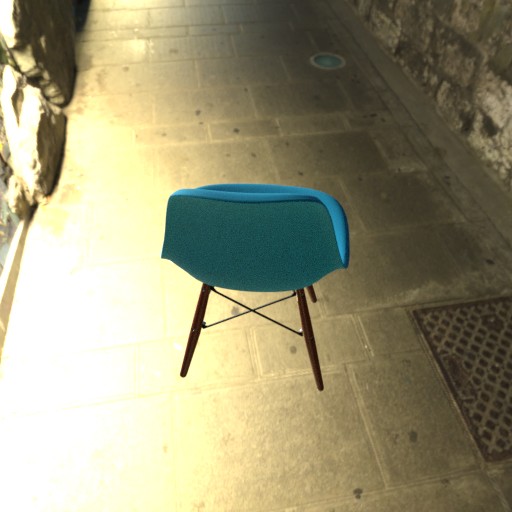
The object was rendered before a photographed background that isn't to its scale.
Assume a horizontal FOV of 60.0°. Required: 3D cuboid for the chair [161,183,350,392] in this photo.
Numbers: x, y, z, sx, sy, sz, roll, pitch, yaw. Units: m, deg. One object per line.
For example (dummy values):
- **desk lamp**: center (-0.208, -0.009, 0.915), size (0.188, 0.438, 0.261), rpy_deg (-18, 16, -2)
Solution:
- **chair**: center (0.000, 0.000, 1.140), size (0.470, 0.826, 0.533), rpy_deg (3, 48, 3)
